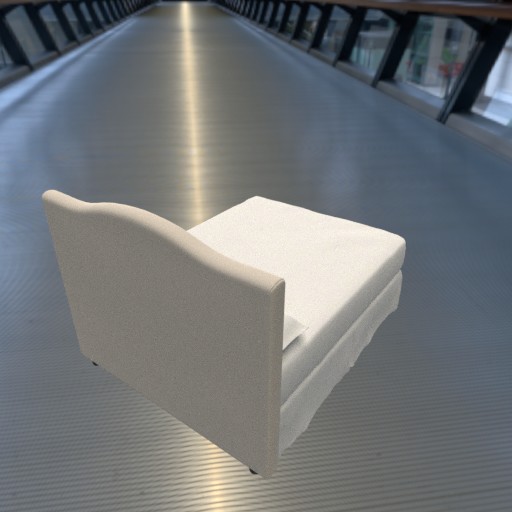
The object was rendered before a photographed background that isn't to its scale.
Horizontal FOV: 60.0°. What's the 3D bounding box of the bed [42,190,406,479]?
[{"bbox_3d":[0.000,0.000,3.332,1.753,1.460,2.143,20,36,31],"label":"bed"}]
